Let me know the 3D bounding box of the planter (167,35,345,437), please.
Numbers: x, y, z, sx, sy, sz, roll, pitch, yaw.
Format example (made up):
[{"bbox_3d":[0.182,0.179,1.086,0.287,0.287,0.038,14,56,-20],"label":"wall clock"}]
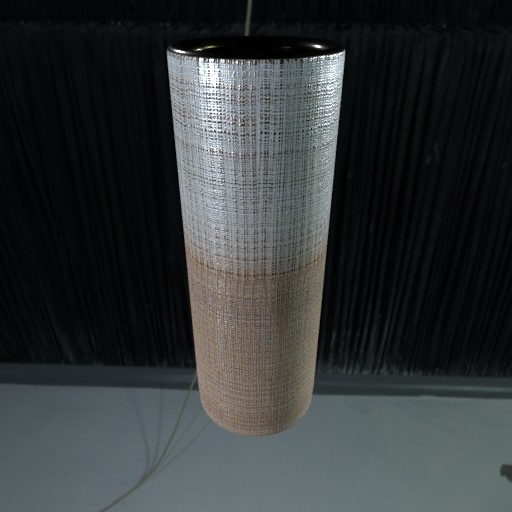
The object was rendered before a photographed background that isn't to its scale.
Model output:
[{"bbox_3d":[0.000,0.000,0.320,0.099,0.278,0.099,-1,31,-1],"label":"planter"}]
